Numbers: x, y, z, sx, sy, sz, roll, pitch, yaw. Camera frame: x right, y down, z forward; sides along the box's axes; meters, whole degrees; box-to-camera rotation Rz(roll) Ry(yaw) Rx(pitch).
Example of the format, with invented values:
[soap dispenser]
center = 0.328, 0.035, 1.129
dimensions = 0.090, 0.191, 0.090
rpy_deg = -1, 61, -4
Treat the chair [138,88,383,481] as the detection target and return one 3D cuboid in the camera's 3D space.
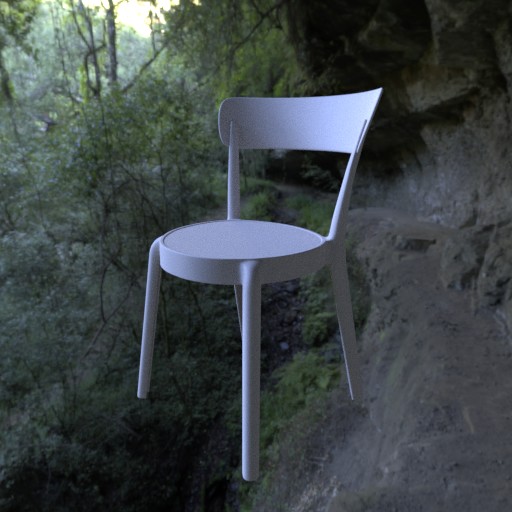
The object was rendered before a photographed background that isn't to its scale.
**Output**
[chair]
center = 0.000, 0.000, 1.123
dimensions = 0.506, 0.790, 0.491
rpy_deg = 15, 22, 42
